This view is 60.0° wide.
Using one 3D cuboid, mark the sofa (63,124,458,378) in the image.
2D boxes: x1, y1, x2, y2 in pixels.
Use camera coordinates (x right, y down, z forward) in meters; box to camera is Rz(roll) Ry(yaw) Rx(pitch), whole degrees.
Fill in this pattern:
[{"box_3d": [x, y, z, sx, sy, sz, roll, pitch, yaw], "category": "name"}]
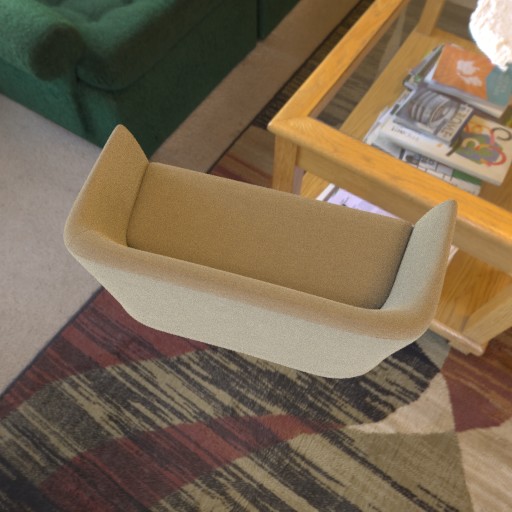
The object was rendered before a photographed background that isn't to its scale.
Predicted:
[{"box_3d": [0.000, 0.000, 1.862, 1.452, 0.721, 0.705, 14, 63, 7], "category": "sofa"}]
